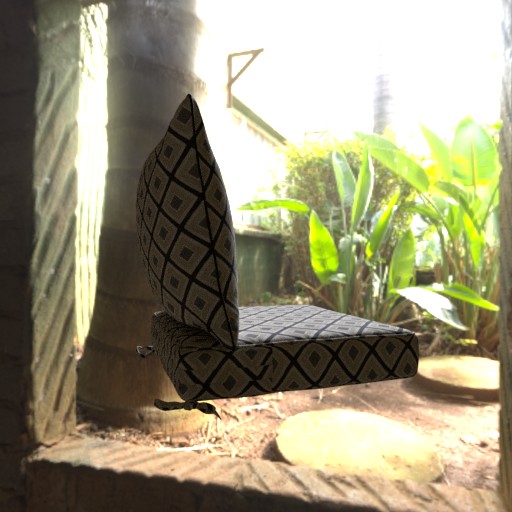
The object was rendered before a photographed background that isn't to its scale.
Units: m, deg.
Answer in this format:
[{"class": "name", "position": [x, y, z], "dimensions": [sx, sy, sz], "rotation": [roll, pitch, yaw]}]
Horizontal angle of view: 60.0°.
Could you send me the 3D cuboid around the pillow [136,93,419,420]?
[{"class": "pillow", "position": [0.000, 0.000, 1.406], "dimensions": [0.733, 0.722, 0.798], "rotation": [0, 0, -19]}]
